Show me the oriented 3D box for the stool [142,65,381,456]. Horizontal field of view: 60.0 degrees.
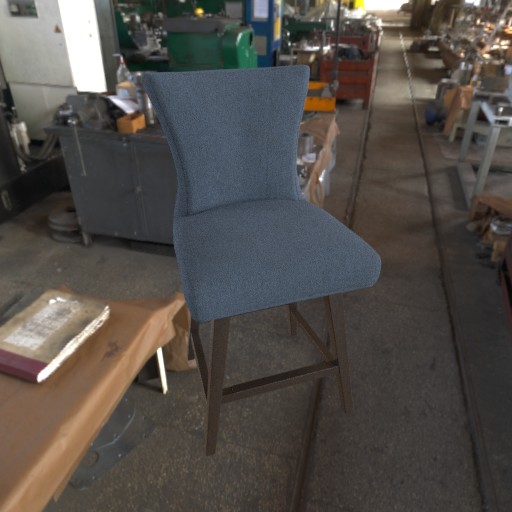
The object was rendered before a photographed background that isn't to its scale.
[{"bbox_3d":[0.000,0.000,1.350,0.514,1.000,0.574,-10,33,-16],"label":"stool"}]
